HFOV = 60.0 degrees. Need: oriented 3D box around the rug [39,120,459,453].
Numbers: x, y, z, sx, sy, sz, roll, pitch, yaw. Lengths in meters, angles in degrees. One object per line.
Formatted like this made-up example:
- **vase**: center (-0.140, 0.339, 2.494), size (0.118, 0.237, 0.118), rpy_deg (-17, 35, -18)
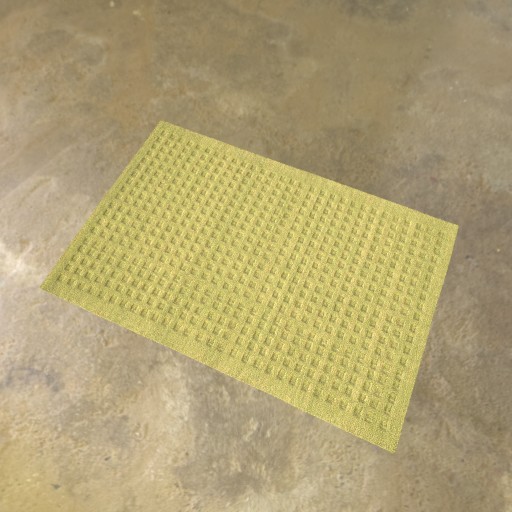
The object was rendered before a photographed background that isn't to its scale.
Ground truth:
- **rug**: center (0.000, 0.000, 2.862), size (2.297, 0.007, 1.529), rpy_deg (22, 65, 11)
